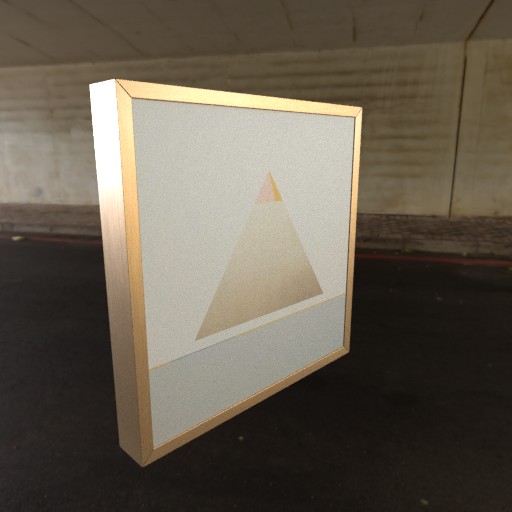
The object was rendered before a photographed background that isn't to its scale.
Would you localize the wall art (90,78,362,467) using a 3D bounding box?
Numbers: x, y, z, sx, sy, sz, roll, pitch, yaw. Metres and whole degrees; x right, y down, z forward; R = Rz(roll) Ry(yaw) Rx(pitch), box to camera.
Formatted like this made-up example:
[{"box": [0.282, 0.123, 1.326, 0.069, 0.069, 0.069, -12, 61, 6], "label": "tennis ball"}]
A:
[{"box": [0.000, 0.000, 0.450, 0.305, 0.303, 0.038, -13, 19, -43], "label": "wall art"}]
